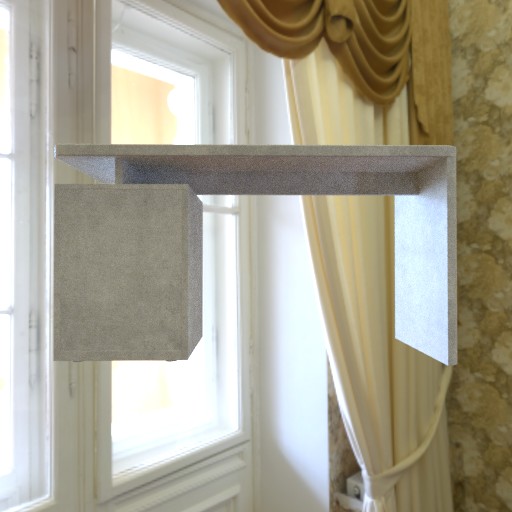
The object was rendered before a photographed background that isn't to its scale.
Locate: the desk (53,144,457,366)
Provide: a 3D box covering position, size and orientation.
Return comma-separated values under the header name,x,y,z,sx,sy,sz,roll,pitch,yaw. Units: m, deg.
name,x,y,z,sx,sy,sz,roll,pitch,yaw
desk,0.000,0.000,1.778,1.400,0.755,0.550,0,-1,-1
